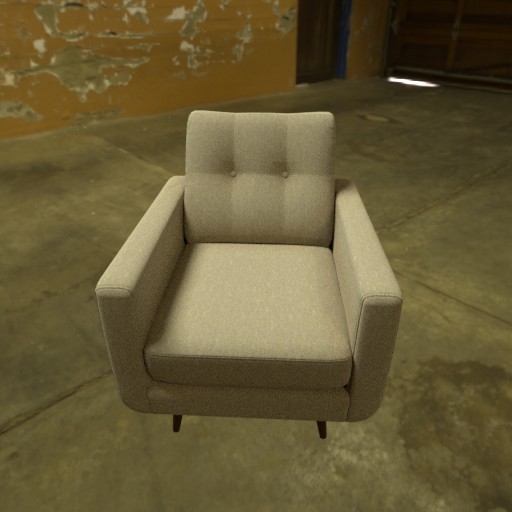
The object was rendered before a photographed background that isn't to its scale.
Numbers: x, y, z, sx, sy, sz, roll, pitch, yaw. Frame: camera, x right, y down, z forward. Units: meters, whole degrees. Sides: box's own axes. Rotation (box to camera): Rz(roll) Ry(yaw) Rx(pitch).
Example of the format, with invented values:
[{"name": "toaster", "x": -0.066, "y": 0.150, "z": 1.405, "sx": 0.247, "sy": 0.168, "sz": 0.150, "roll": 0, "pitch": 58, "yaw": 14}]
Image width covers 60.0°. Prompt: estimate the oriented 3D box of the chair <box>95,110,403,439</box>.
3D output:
[{"name": "chair", "x": 0.000, "y": 0.000, "z": 1.799, "sx": 0.897, "sy": 0.965, "sz": 1.128, "roll": 1, "pitch": 29, "yaw": 3}]
